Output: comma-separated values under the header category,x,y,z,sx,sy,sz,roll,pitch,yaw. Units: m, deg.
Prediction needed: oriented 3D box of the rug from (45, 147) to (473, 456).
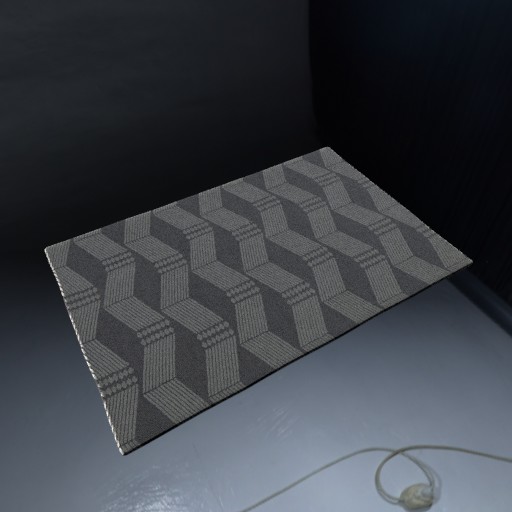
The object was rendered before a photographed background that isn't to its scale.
category,x,y,z,sx,sy,sz,roll,pitch,yaw
rug,0.000,0.000,2.261,1.833,0.016,1.210,-23,51,-21
